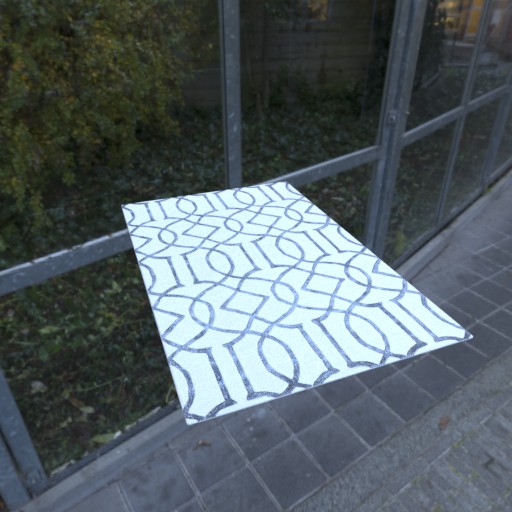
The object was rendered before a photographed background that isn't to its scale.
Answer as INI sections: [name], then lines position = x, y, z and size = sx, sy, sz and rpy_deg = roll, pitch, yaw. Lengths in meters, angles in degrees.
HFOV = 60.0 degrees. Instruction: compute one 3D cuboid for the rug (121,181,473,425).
[rug]
position = 0.000, 0.000, 3.016
size = 1.521, 0.017, 2.365
rpy_deg = -11, 32, -18
